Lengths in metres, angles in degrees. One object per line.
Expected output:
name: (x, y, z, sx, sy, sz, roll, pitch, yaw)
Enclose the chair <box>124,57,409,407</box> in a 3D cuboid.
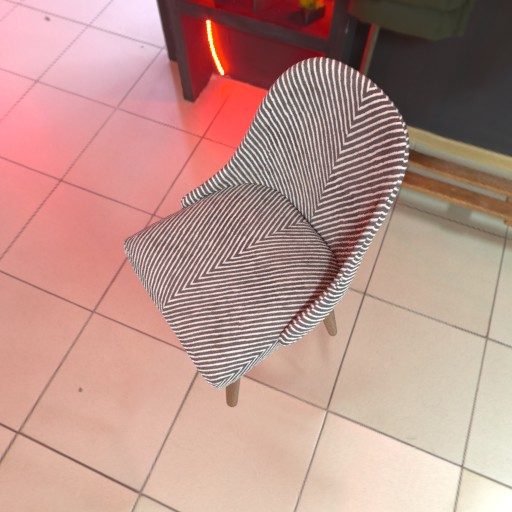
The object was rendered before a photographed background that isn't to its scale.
chair: (0.000, 0.000, 1.213, 0.591, 0.883, 0.504, -31, 67, -15)
